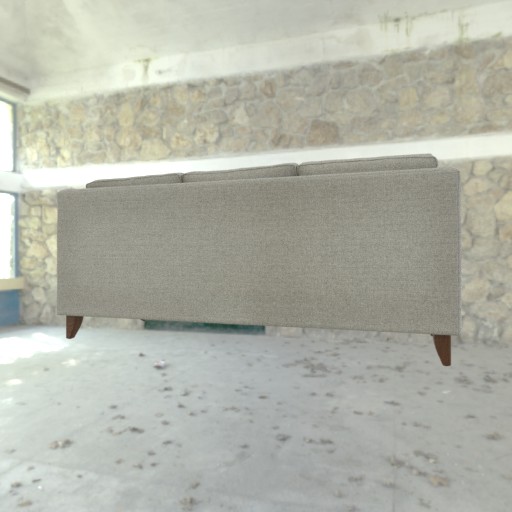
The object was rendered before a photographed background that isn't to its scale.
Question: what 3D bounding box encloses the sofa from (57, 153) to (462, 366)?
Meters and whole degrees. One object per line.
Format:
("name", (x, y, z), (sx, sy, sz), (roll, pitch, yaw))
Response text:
("sofa", (0.000, 0.000, 2.498), (2.031, 0.914, 0.865), (0, 0, 18))
